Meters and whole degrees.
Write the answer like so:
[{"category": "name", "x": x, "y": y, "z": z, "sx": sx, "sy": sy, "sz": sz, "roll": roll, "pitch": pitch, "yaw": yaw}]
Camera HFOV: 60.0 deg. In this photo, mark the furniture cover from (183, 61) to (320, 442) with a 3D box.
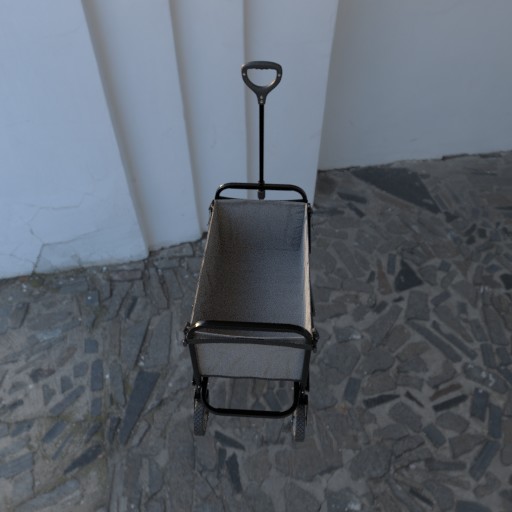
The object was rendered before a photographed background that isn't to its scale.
[{"category": "furniture cover", "x": 0.000, "y": 0.000, "z": 1.834, "sx": 0.532, "sy": 1.295, "sz": 1.038, "roll": 2, "pitch": 45, "yaw": 2}]
